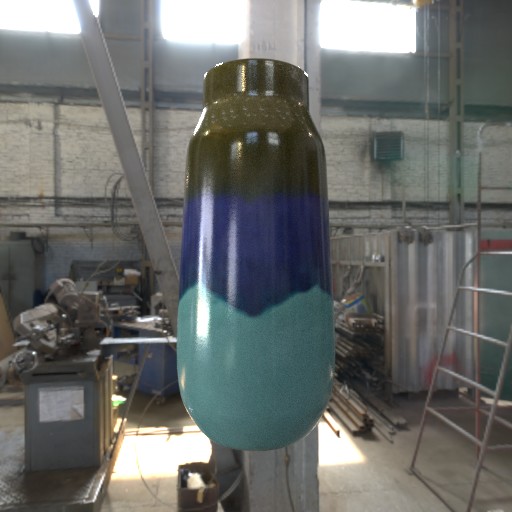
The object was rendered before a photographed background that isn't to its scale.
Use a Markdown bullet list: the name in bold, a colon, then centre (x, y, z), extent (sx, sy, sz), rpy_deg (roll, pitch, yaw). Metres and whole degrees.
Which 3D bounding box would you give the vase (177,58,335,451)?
- **vase**: centre (0.000, 0.000, 0.393), extent (0.139, 0.313, 0.139), rpy_deg (0, 0, 0)
